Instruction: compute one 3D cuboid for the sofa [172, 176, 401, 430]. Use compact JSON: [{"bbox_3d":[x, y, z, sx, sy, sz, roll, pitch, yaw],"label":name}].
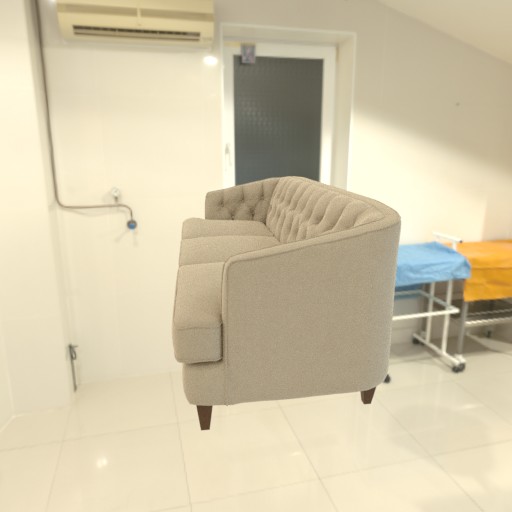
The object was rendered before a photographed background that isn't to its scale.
[{"bbox_3d":[0.000,0.000,2.723,0.941,0.855,2.278,-2,15,-8],"label":"sofa"}]
